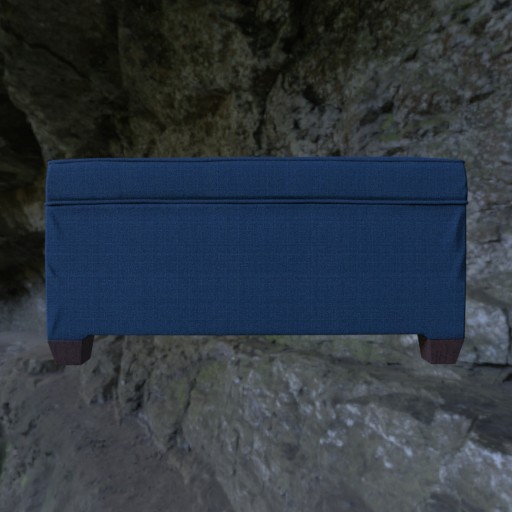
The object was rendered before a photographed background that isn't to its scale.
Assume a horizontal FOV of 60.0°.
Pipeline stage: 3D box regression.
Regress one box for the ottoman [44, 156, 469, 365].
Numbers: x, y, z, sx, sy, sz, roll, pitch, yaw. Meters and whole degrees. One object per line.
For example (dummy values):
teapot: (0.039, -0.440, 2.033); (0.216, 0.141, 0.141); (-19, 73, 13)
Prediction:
ottoman: (0.000, 0.000, 1.184); (0.943, 0.474, 0.474); (0, 1, -1)
